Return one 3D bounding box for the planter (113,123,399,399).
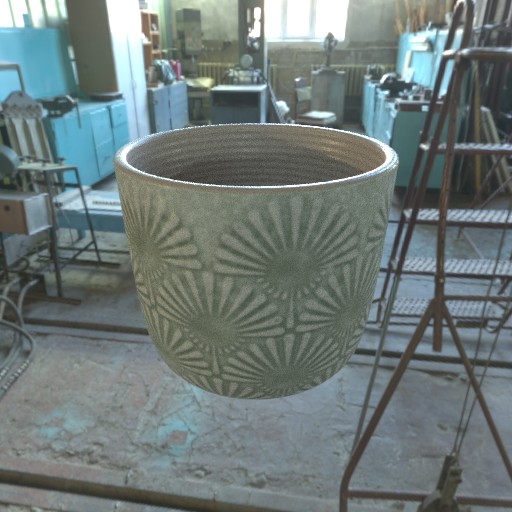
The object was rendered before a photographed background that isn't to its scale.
[{"bbox_3d":[0.000,0.000,0.223,0.124,0.109,0.124,0,26,0],"label":"planter"}]
